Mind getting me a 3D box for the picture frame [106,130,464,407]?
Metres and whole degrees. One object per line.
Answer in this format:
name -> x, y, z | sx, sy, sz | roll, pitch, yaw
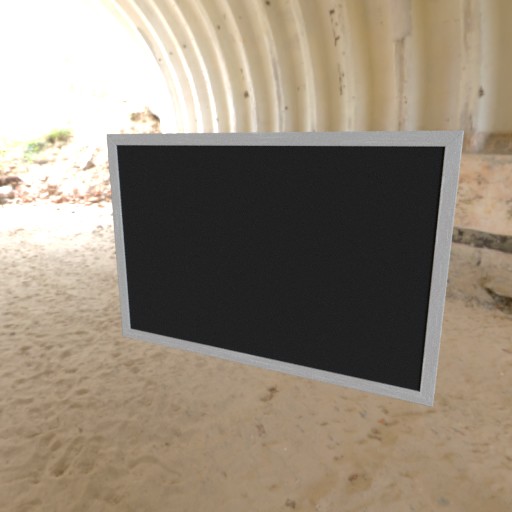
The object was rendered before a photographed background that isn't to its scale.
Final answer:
picture frame -> 0.000, 0.000, 1.193 | 0.950, 0.640, 0.029 | 7, 16, 24
